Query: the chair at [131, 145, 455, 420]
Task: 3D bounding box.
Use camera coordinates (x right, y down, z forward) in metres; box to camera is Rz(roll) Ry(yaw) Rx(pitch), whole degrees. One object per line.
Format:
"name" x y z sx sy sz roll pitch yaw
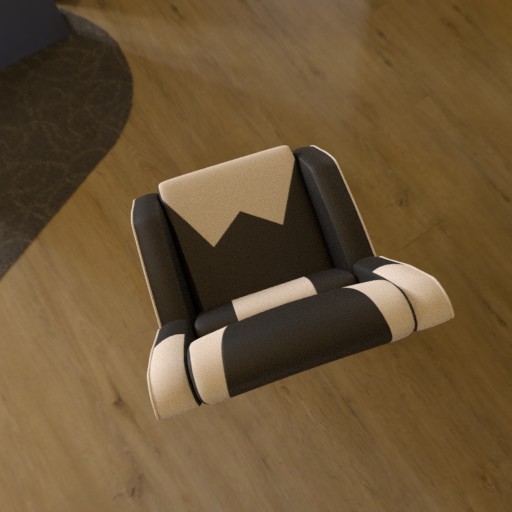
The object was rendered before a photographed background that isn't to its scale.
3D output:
"chair" 0.000 0.000 1.268 0.620 0.805 0.672 -18 76 -5
